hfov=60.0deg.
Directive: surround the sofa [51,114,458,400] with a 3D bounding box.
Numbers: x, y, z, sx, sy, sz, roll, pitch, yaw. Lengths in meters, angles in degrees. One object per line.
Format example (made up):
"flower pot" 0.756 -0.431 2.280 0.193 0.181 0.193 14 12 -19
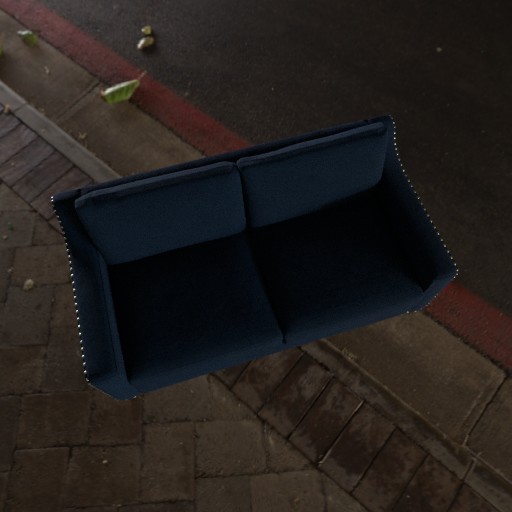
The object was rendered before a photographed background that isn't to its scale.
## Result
"sofa" 0.000 0.000 2.711 2.107 0.983 1.104 -15 65 -7
